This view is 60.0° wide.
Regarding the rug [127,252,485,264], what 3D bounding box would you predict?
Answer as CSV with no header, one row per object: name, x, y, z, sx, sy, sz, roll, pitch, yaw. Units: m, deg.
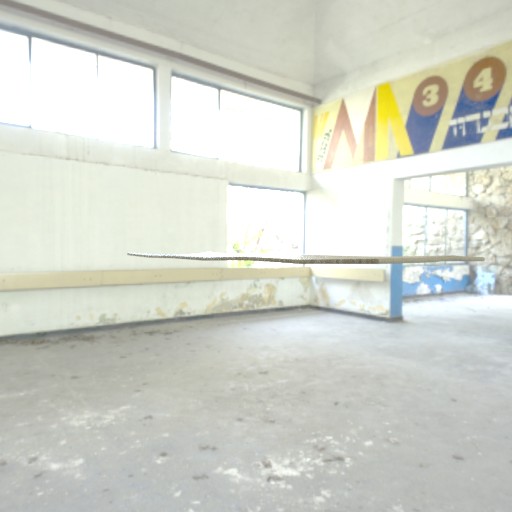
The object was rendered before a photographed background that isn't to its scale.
rug,0.000,0.000,2.754,0.752,0.051,2.452,0,1,-36
